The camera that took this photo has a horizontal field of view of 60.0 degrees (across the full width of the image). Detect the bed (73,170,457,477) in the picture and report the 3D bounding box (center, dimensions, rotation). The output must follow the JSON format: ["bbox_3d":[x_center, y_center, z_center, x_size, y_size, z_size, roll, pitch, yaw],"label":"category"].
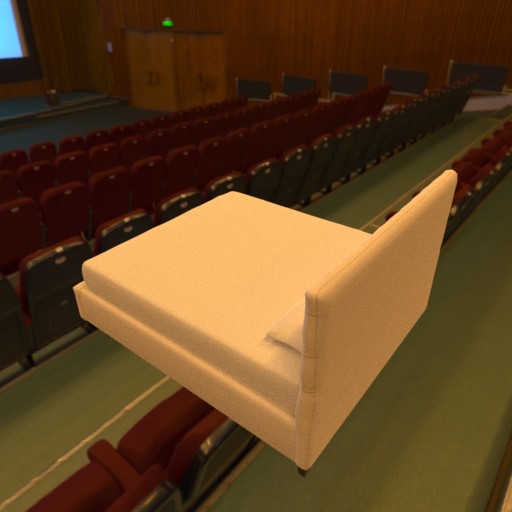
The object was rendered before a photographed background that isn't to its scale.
[{"bbox_3d":[0.000,0.000,3.694,2.387,1.427,2.078,22,38,32],"label":"bed"}]
